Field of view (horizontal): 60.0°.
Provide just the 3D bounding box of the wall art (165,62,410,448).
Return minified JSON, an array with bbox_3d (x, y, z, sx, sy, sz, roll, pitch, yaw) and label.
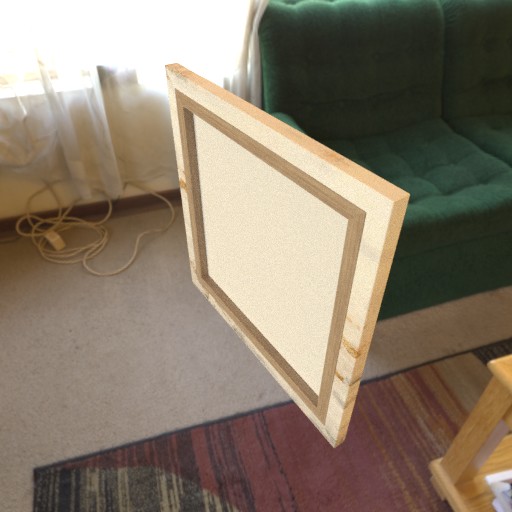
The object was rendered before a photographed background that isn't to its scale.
[{"bbox_3d":[0.000,0.000,1.134,0.038,0.755,0.753,-24,46,-26],"label":"wall art"}]
